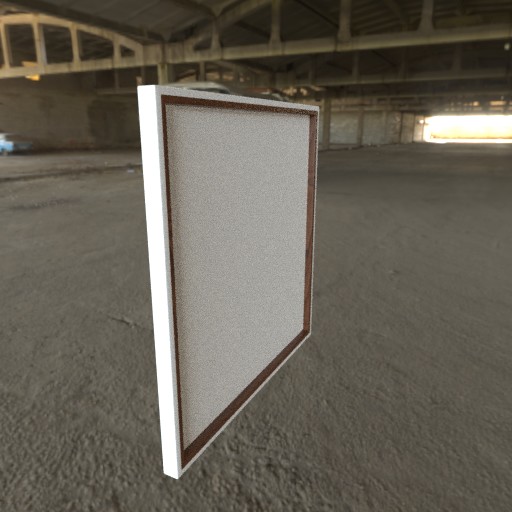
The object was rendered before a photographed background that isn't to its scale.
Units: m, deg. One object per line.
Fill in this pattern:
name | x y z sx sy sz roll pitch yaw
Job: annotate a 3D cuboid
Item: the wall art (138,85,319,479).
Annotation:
wall art | 0.000 0.000 1.133 0.037 0.757 0.757 8 18 27
